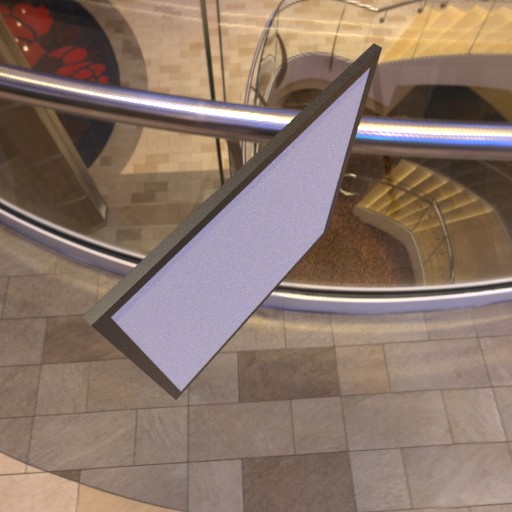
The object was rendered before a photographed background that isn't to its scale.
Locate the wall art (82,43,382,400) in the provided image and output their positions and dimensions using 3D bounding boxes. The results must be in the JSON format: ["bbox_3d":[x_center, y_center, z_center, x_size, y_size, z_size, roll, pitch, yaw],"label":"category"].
[{"bbox_3d":[0.000,0.000,1.181,0.022,0.807,0.807,38,70,16],"label":"wall art"}]
